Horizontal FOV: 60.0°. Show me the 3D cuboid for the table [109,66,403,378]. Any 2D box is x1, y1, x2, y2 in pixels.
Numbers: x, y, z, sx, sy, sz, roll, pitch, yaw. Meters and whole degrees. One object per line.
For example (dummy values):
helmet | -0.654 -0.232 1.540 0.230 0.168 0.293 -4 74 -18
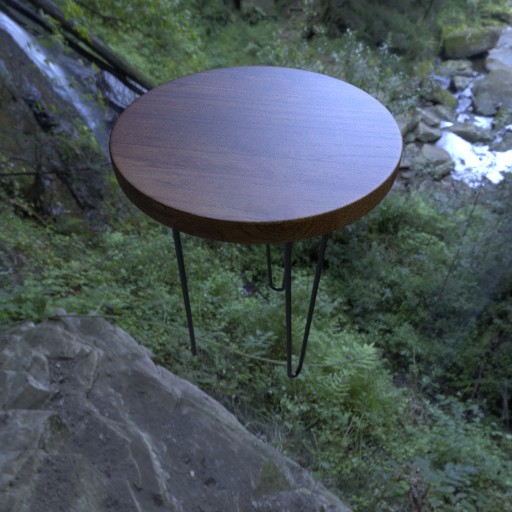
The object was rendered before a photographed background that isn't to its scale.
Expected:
table | 0.000 0.000 0.802 0.400 0.520 0.400 0 46 0
